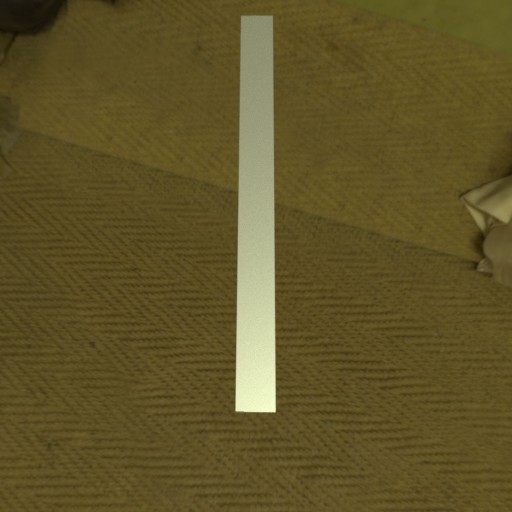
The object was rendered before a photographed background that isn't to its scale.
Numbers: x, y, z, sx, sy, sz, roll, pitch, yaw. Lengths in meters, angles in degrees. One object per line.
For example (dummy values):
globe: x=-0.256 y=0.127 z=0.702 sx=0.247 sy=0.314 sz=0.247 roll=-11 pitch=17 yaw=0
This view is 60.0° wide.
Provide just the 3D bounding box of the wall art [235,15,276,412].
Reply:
wall art: x=0.000 y=0.000 z=0.736 sx=0.039 sy=0.553 sz=0.445 roll=0 pitch=75 yaw=0
